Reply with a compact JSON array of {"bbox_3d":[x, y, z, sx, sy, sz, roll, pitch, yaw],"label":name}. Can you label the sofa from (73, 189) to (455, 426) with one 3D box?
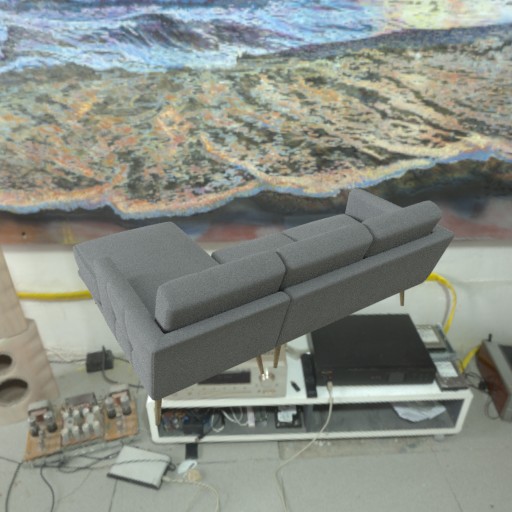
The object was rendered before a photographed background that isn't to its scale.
[{"bbox_3d":[0.000,0.000,2.951,2.040,0.860,1.530,-18,35,-28],"label":"sofa"}]
